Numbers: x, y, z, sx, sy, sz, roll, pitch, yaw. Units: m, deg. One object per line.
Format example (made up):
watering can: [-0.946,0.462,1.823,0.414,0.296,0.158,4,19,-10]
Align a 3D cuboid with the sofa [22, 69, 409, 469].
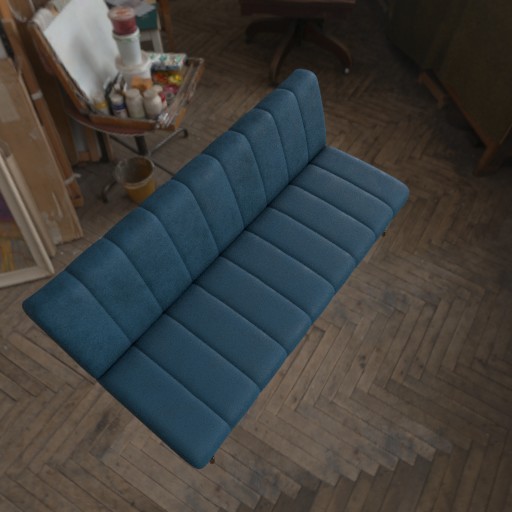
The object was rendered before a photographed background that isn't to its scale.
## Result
sofa: [0.000,0.000,2.206,0.830,0.825,1.810,33,63,19]
